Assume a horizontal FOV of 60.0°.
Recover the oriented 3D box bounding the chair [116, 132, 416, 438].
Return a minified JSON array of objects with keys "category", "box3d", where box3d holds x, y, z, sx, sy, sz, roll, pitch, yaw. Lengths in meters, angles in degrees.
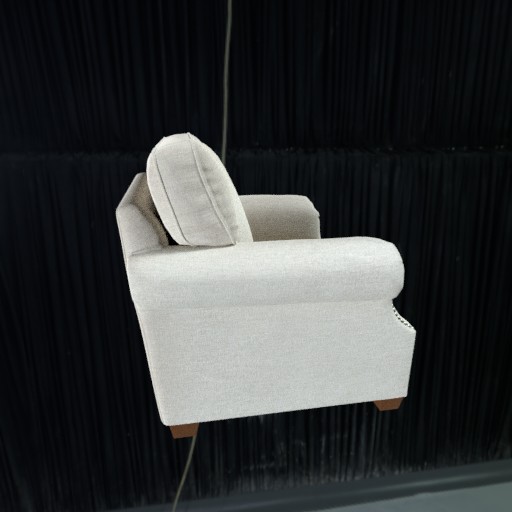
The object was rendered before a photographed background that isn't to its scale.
[{"category":"chair","box3d":[0.000,0.000,1.814,0.965,0.961,1.092,-3,17,-11]}]
